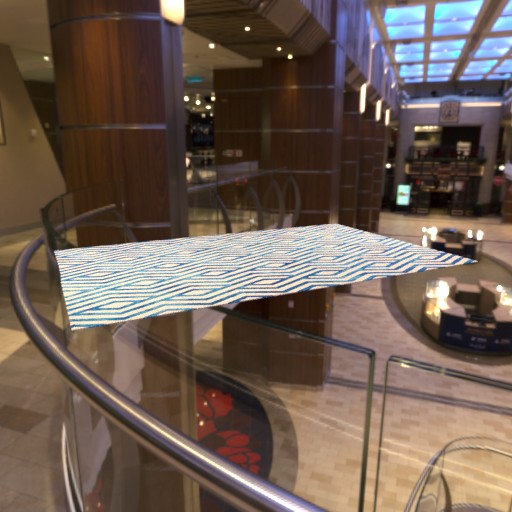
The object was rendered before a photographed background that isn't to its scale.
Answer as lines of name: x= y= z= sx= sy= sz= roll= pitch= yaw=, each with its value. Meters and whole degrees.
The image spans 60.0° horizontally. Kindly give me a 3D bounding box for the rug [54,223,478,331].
rug: x=0.000 y=0.000 z=3.001 sx=2.439 sy=0.008 sz=1.531 roll=-7 pitch=16 yaw=-25
